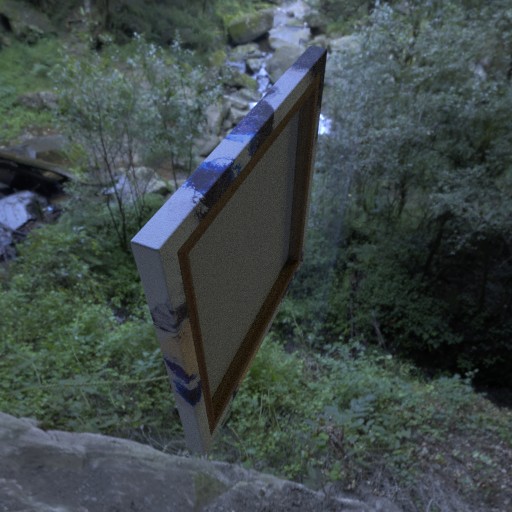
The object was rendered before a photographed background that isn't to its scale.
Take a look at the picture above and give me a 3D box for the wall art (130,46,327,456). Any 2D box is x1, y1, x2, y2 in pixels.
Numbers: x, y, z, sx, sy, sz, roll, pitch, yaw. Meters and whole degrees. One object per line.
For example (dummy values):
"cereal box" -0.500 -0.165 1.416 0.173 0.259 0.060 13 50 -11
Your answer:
"wall art" 0.000 0.000 0.897 0.039 0.609 0.609 18 49 16
